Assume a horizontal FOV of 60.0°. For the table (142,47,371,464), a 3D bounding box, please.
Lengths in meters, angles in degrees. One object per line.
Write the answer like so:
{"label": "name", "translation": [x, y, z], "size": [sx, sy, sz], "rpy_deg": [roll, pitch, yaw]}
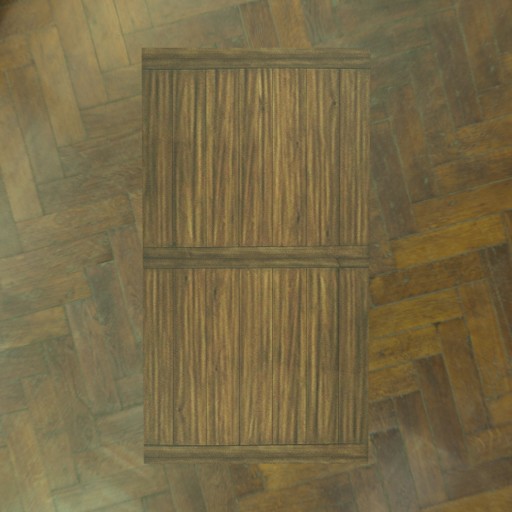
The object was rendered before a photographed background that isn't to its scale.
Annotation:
{"label": "table", "translation": [0.000, 0.000, 2.491], "size": [1.071, 0.793, 1.966], "rpy_deg": [0, 91, 0]}
